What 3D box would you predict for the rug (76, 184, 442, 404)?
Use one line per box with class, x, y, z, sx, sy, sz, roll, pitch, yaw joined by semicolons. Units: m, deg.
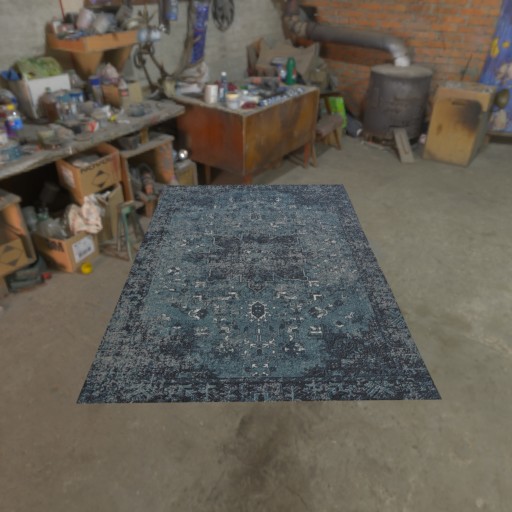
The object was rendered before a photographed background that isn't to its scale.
rug;0.000;0.000;2.251;1.219;0.005;1.828;0;32;-1
